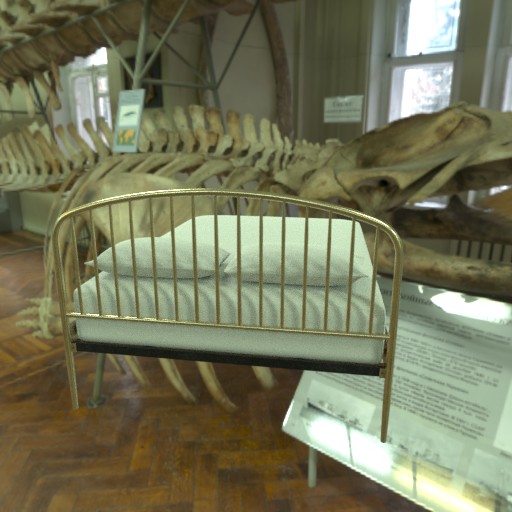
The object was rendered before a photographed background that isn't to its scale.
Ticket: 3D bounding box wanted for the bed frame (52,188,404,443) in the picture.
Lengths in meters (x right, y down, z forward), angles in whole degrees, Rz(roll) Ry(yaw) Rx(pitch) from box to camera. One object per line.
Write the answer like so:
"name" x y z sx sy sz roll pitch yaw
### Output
"bed frame" 0.000 0.000 3.071 1.612 1.175 2.152 3 15 9
